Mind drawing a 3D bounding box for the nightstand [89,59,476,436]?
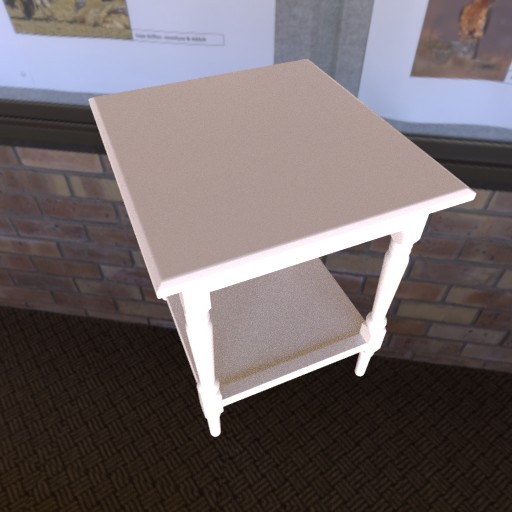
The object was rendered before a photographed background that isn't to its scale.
[{"bbox_3d":[0.000,0.000,0.917,0.459,0.555,0.505,-17,48,-16],"label":"nightstand"}]
